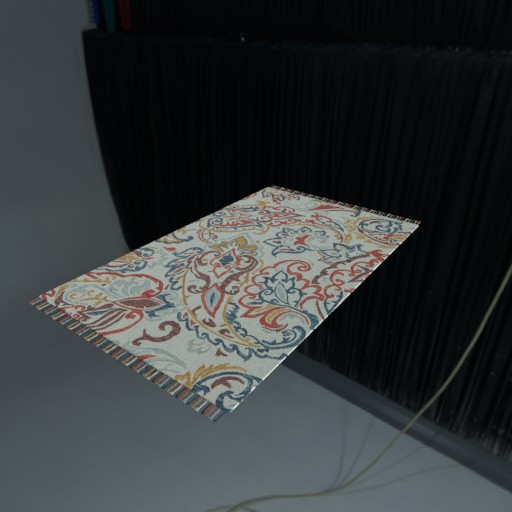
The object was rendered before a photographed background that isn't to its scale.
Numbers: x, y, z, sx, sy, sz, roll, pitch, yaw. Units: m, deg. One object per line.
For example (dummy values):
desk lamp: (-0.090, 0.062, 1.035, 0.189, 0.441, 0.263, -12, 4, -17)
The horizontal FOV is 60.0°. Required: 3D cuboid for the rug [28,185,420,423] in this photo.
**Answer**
rug: (0.000, 0.000, 3.188, 1.523, 0.010, 2.584, 20, 34, 32)
